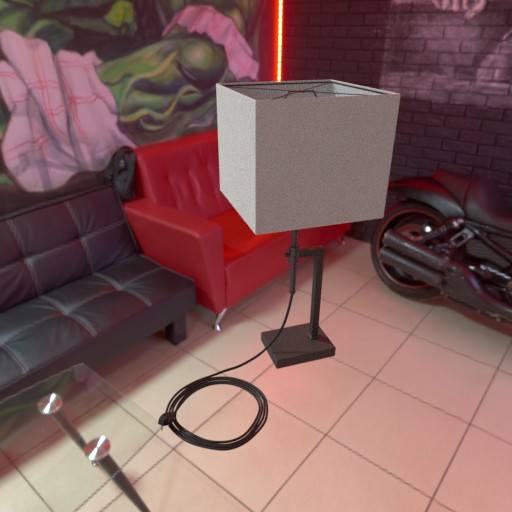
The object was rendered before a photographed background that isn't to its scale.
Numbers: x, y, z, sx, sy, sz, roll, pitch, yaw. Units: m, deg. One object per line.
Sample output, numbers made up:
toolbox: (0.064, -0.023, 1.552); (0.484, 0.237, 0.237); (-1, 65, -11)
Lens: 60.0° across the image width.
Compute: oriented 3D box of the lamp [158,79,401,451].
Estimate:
lamp: (0.000, 0.000, 0.955); (0.504, 0.660, 0.399); (-8, 28, -16)
